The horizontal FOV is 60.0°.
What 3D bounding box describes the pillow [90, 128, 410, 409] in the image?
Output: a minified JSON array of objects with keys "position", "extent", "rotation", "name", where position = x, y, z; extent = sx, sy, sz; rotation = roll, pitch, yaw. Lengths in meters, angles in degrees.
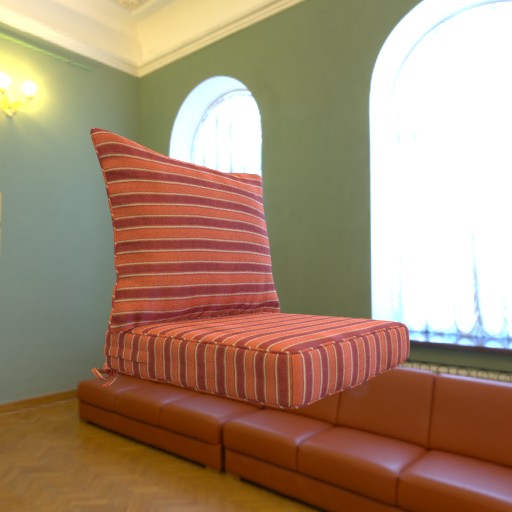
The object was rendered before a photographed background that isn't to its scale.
[{"position":[0.000,0.000,1.373],"extent":[0.733,0.723,0.799],"rotation":[-2,-3,38],"name":"pillow"}]
